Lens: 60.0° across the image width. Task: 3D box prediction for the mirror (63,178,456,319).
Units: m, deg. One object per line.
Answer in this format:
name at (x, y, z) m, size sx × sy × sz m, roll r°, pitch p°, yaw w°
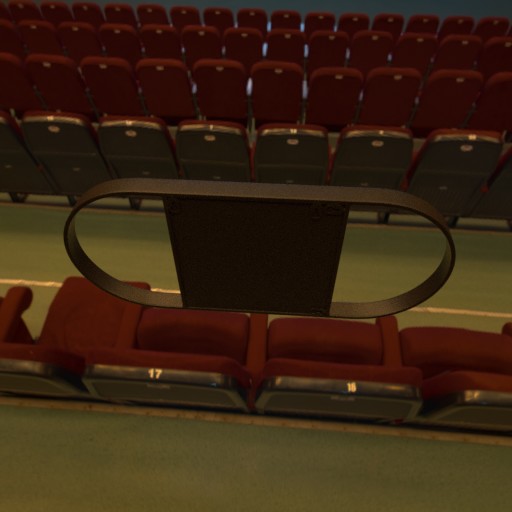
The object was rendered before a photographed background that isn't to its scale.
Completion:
mirror at (0.000, 0.000, 0.682) m, size 0.584 × 0.254 × 0.032 m, roll 3°, pitch 46°, yaw 3°
